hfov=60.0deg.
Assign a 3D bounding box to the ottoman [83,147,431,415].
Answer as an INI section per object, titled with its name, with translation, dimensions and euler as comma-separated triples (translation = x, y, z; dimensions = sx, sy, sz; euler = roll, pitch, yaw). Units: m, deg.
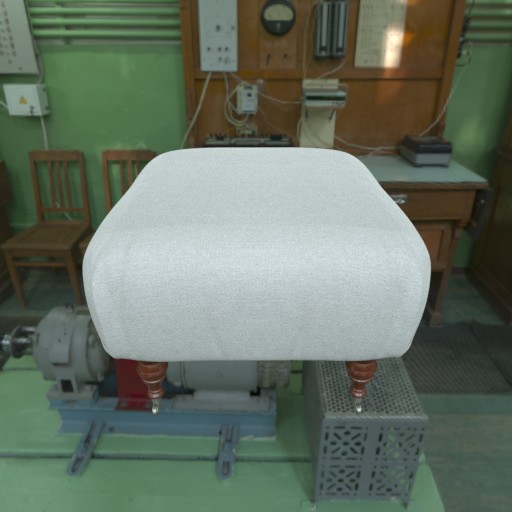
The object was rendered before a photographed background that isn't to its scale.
[ottoman]
translation = 0.000, 0.000, 1.125
dimensions = 0.639, 0.450, 0.746
euler = 0, 27, 0
